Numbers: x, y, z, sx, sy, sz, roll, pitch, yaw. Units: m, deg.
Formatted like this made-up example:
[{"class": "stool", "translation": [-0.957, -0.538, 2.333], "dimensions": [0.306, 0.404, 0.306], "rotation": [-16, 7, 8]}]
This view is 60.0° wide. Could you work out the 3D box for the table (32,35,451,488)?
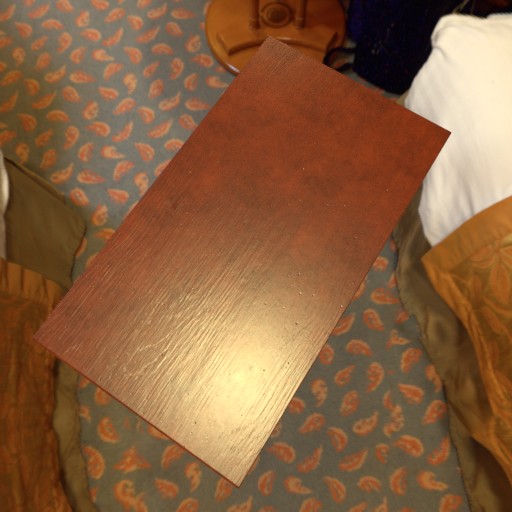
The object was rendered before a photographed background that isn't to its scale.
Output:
[{"class": "table", "translation": [0.000, 0.000, 1.233], "dimensions": [0.533, 0.456, 0.943], "rotation": [32, 76, 9]}]
